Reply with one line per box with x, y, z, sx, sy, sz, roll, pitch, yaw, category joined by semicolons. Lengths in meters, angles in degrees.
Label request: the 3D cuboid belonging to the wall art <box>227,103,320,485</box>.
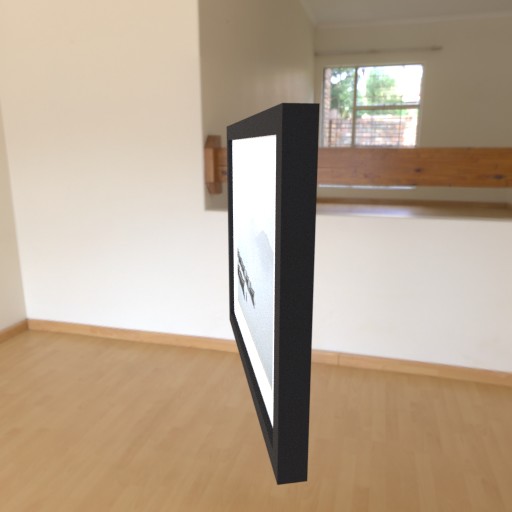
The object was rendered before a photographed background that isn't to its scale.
0.000;0.000;0.550;0.028;0.325;0.397;-2;14;-9;wall art
